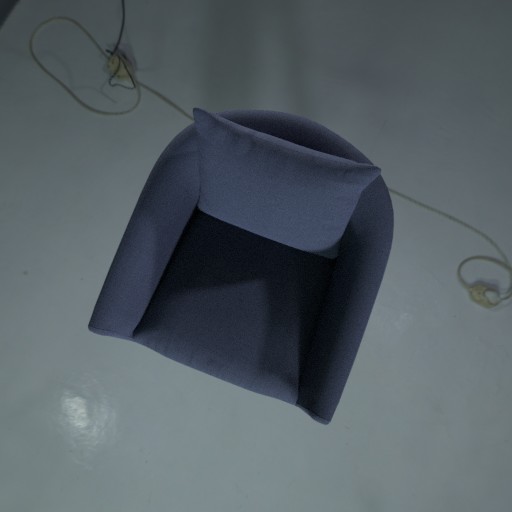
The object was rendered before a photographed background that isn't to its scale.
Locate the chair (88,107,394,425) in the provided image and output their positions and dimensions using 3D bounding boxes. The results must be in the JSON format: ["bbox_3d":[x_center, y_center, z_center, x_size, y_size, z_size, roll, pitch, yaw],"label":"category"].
[{"bbox_3d":[0.000,0.000,1.625,0.845,0.848,0.910,20,77,5],"label":"chair"}]
